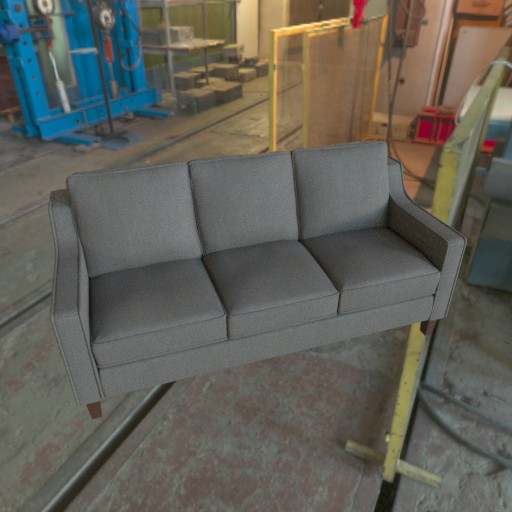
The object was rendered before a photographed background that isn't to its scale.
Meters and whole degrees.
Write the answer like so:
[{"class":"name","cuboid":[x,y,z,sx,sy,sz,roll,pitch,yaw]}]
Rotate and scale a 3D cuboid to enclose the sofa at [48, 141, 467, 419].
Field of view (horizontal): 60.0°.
[{"class":"sofa","cuboid":[0.000,0.000,2.423,1.986,0.974,0.911,-10,33,-15]}]
